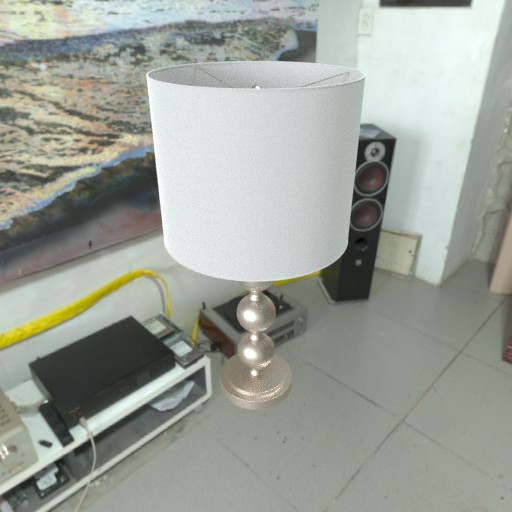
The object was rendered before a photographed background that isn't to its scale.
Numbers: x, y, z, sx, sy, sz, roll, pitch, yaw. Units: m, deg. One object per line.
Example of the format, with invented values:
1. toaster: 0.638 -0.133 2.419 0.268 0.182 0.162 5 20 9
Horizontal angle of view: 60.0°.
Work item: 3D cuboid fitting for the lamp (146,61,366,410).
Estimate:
1. lamp: 0.000 0.000 0.697 0.277 0.538 0.277 7 30 13
